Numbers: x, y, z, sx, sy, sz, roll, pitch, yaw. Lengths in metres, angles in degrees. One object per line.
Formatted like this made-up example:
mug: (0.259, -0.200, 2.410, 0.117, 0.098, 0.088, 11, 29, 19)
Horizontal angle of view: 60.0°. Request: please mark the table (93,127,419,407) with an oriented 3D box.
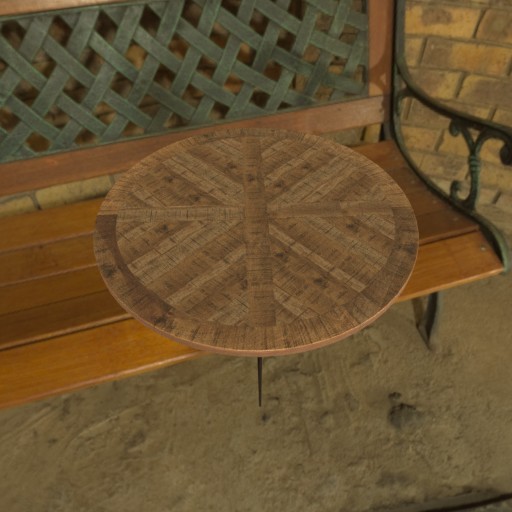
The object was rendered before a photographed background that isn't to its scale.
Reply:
table: (0.000, 0.000, 1.959, 1.264, 0.516, 1.264, 0, 47, 0)
